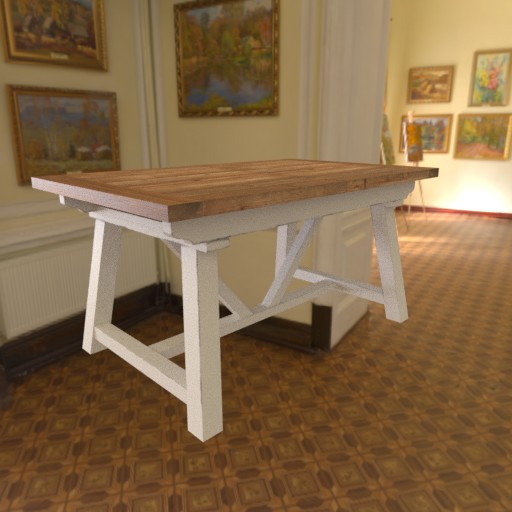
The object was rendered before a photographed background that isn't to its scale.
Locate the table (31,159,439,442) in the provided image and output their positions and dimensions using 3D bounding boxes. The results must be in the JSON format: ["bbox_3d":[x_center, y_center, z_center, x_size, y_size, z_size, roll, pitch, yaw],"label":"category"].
[{"bbox_3d":[0.000,0.000,1.987,1.503,0.743,0.922,-15,22,-42],"label":"table"}]
